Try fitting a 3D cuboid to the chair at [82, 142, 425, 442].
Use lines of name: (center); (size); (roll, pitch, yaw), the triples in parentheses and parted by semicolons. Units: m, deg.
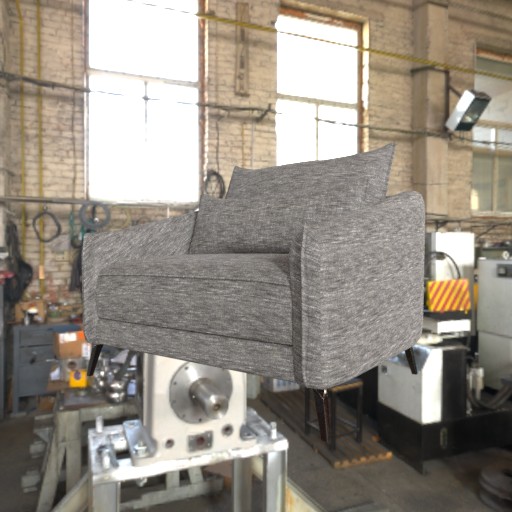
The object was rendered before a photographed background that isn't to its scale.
chair: (0.000, 0.000, 1.570); (1.004, 0.842, 0.805); (0, 0, 36)
